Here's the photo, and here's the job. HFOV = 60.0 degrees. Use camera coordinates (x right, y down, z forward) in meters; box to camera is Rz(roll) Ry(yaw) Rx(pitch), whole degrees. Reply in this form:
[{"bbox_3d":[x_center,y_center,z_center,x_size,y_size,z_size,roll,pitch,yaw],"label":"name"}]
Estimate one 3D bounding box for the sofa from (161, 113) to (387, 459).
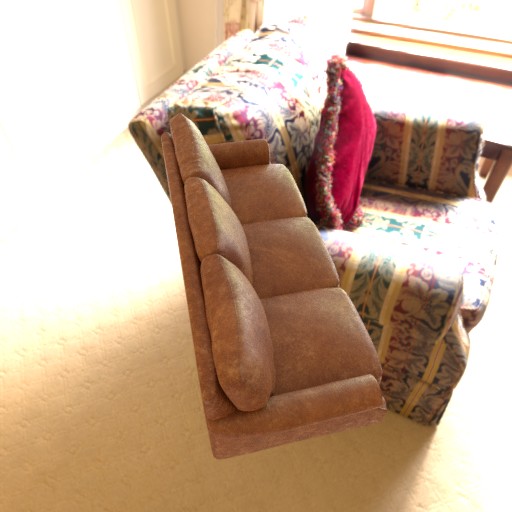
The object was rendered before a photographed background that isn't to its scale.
[{"bbox_3d":[0.000,0.000,2.886,0.973,0.977,2.351,-10,47,-9],"label":"sofa"}]
